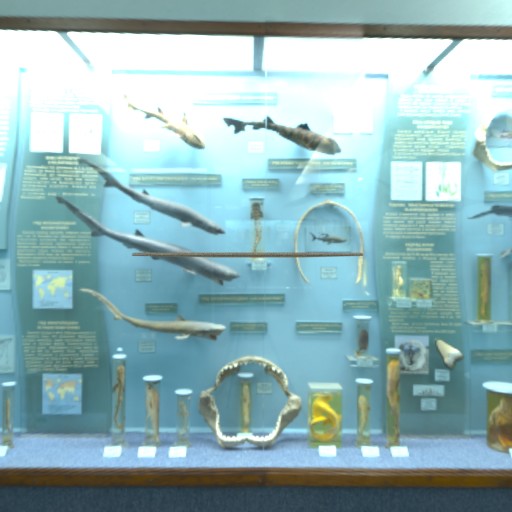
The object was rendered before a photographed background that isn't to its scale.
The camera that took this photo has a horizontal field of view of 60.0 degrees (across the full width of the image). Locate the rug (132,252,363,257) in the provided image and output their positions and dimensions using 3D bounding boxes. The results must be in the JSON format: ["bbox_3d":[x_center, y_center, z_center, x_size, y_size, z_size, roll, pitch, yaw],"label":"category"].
[{"bbox_3d":[0.000,0.000,2.656,0.767,0.012,2.430,0,0,1],"label":"rug"}]
